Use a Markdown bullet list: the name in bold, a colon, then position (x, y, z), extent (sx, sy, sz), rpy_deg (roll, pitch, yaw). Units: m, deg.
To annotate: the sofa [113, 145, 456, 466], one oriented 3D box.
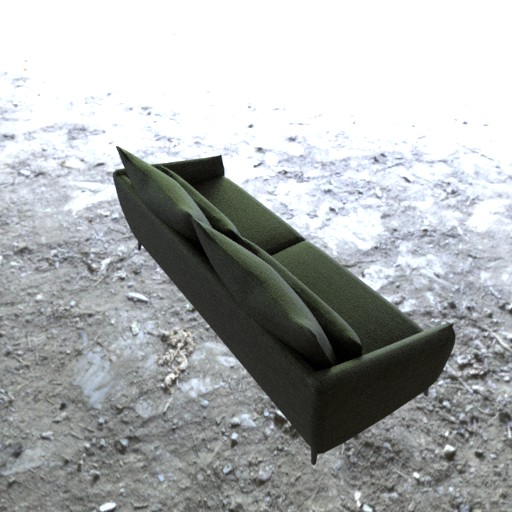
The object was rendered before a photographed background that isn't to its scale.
- **sofa**: position (0.000, 0.000, 2.419), extent (0.807, 0.843, 2.019), rpy_deg (-26, 47, -26)
